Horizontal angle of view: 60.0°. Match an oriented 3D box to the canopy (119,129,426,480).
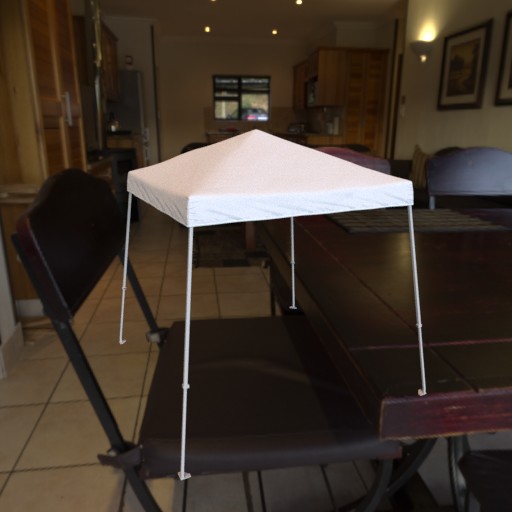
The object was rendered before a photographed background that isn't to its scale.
[{"bbox_3d":[0.000,0.000,5.189,2.848,2.849,2.849,-8,18,-26],"label":"canopy"}]
